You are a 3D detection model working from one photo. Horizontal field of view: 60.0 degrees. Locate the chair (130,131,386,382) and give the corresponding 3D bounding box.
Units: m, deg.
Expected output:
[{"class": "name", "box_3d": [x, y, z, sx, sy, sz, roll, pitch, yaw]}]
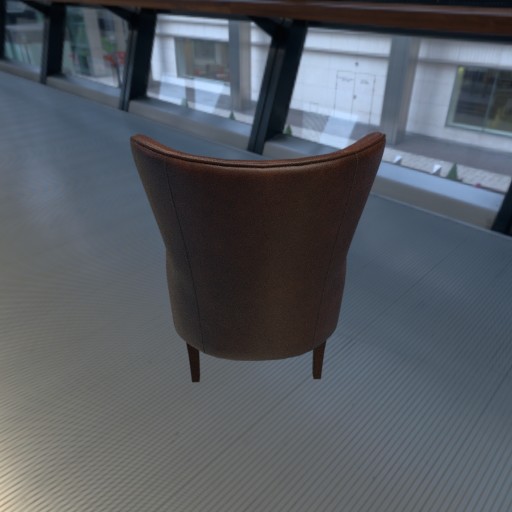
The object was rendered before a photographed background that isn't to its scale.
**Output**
[{"class": "chair", "box_3d": [0.000, 0.000, 1.645, 0.692, 1.048, 0.914, -1, 31, -2]}]
